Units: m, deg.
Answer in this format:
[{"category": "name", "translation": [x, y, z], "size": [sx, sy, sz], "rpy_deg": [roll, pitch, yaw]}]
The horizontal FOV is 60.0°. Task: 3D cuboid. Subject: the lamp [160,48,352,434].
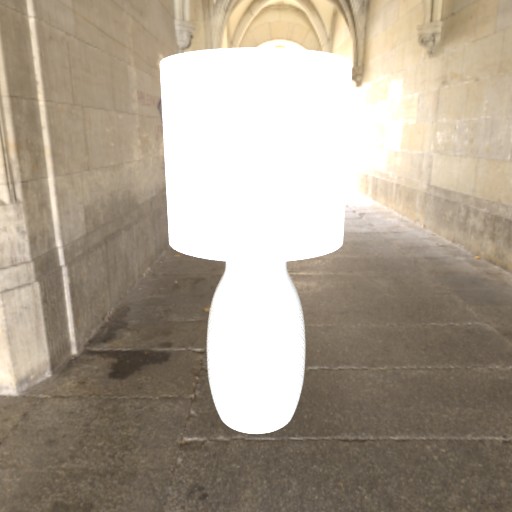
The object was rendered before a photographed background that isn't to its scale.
[{"category": "lamp", "translation": [0.000, 0.000, 0.568], "size": [0.217, 0.453, 0.217], "rpy_deg": [-14, 21, -42]}]
